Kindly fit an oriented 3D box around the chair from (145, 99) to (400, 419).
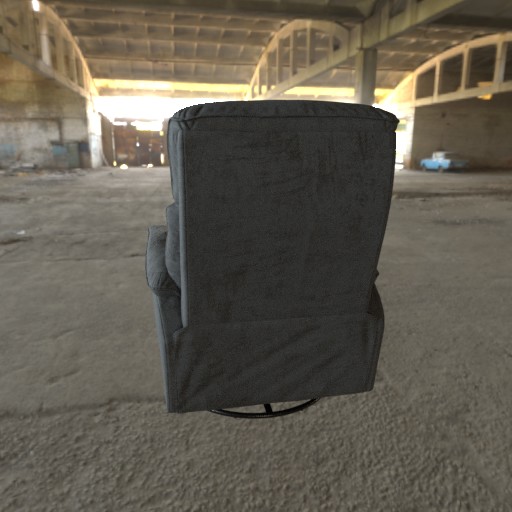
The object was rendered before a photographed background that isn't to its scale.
[{"bbox_3d":[0.000,0.000,1.675,0.820,1.037,1.004,-3,14,-11],"label":"chair"}]
